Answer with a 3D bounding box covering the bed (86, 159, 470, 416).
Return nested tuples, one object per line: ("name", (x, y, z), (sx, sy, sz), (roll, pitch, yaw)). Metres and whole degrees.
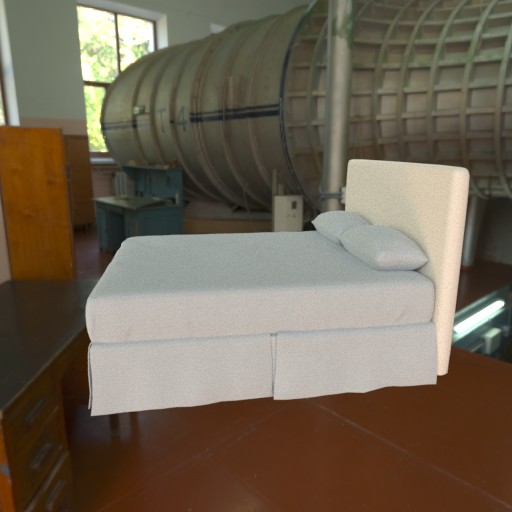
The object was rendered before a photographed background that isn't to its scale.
("bed", (0.000, 0.000, 3.210), (2.142, 1.330, 1.748), (-2, 14, -8))
